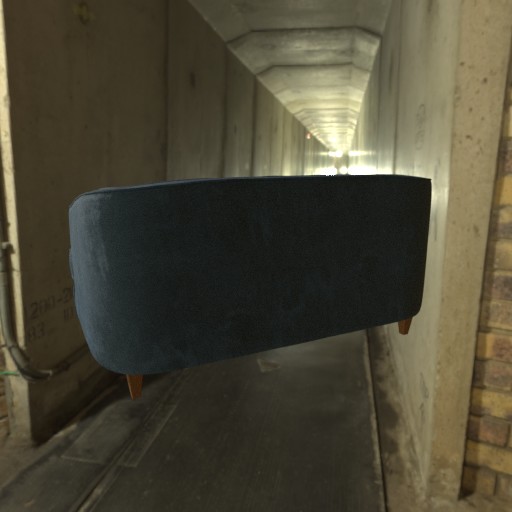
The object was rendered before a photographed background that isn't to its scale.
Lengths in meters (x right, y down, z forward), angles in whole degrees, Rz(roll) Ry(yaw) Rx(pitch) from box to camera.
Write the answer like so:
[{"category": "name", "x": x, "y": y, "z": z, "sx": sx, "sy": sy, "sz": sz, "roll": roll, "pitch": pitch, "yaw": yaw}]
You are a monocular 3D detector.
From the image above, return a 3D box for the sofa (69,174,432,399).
[{"category": "sofa", "x": 0.000, "y": 0.000, "z": 2.281, "sx": 1.733, "sy": 0.854, "sz": 0.941, "roll": -6, "pitch": 15, "yaw": -26}]
